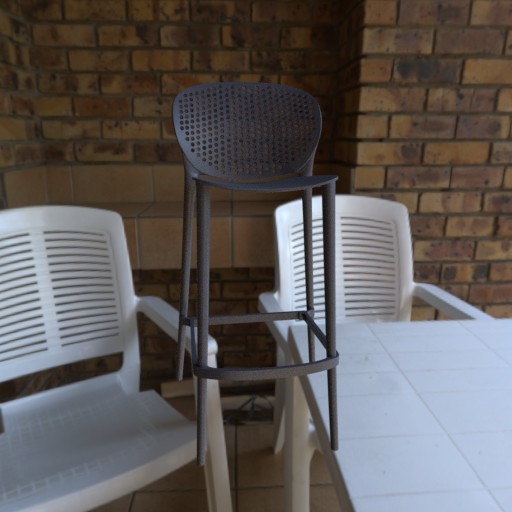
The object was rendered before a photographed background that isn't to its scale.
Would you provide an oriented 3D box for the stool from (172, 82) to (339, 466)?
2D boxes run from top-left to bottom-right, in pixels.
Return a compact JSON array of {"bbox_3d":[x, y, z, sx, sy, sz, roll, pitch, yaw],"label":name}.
[{"bbox_3d":[0.000,0.000,1.344,0.536,1.045,0.535,-2,15,-9],"label":"stool"}]
